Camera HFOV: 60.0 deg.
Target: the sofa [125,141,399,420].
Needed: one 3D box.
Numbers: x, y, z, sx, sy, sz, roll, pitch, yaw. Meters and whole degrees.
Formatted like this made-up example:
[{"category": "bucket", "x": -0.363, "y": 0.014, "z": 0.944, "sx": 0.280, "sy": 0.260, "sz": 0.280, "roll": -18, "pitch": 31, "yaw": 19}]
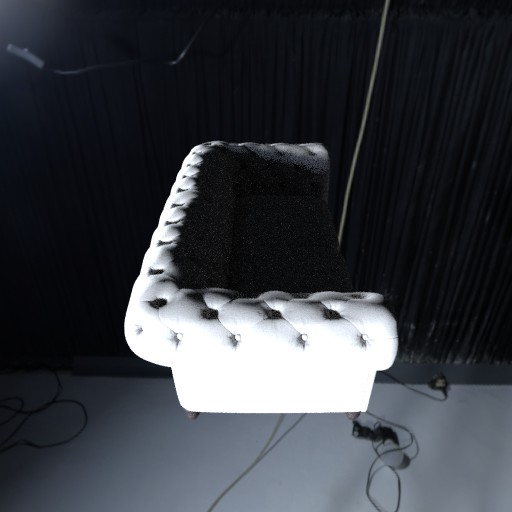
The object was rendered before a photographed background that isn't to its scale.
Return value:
[{"category": "sofa", "x": 0.000, "y": 0.000, "z": 2.461, "sx": 0.986, "sy": 0.764, "sz": 1.998, "roll": 0, "pitch": 32, "yaw": 0}]
